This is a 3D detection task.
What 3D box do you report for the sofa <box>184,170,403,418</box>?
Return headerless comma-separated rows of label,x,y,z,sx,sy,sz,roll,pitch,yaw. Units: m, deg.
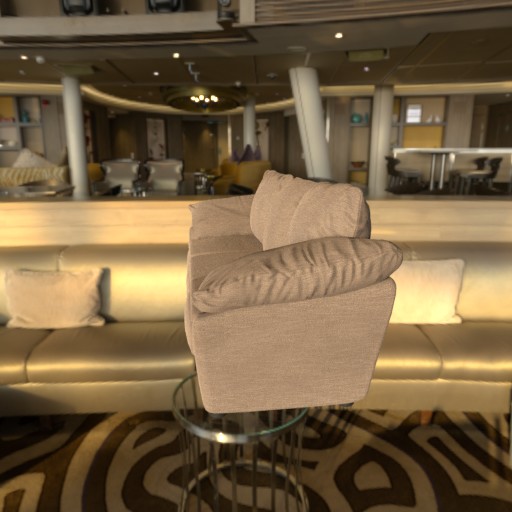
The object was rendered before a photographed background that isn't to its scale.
sofa,0.000,0.000,2.876,0.927,1.043,2.390,-2,13,-9
